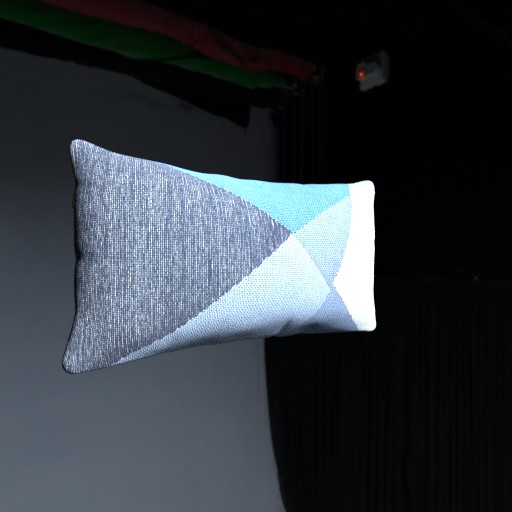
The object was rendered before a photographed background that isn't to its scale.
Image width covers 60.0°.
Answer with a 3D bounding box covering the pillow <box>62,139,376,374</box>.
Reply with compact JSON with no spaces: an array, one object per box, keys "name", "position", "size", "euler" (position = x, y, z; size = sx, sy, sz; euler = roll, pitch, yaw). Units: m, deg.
[{"name":"pillow","position":[0.000,0.000,0.738],"size":[0.604,0.307,0.148],"euler":[0,0,-36]}]
